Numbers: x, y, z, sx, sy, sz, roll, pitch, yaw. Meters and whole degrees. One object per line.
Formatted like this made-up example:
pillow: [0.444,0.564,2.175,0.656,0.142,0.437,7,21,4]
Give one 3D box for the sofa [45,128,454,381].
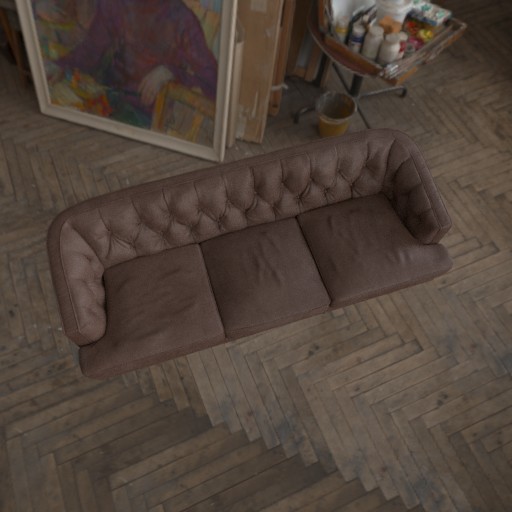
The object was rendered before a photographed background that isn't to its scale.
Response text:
sofa: [0.000,0.000,2.718,2.227,0.787,0.927,-16,65,-8]
